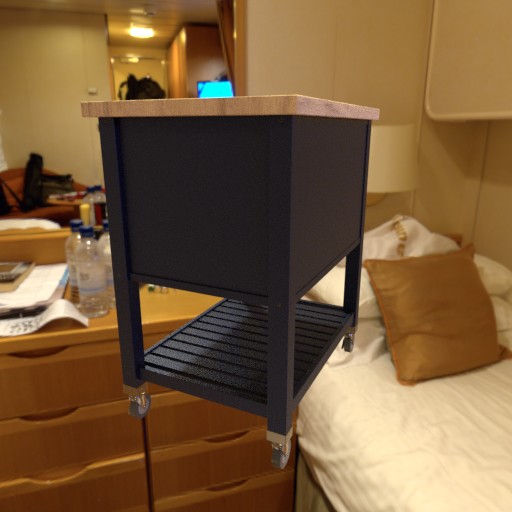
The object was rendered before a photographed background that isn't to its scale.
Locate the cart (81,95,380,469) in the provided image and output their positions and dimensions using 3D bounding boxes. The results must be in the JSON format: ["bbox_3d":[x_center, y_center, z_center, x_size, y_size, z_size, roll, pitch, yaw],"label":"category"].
[{"bbox_3d":[0.000,0.000,1.437,0.567,0.920,0.797,8,18,25],"label":"cart"}]
